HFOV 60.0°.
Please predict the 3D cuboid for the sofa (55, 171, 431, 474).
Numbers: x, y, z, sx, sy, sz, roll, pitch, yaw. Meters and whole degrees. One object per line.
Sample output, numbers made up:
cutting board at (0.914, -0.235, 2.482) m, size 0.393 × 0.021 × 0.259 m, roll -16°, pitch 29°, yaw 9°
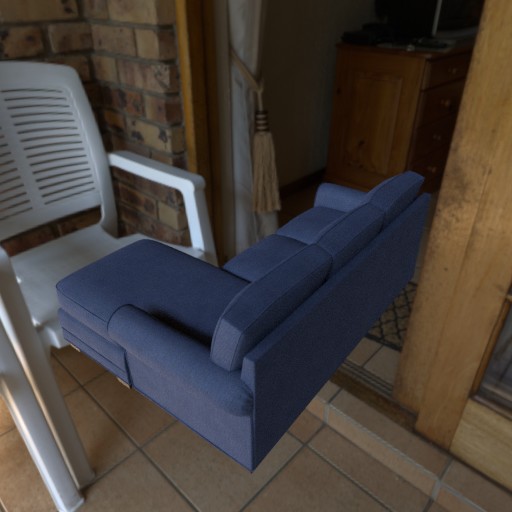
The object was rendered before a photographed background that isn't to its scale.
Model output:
sofa at (0.000, 0.000, 3.413) m, size 1.780 × 1.063 × 2.567 m, roll 22°, pitch 38°, yaw 31°
